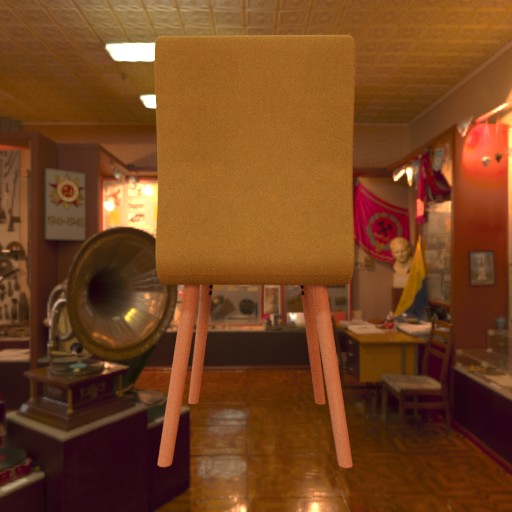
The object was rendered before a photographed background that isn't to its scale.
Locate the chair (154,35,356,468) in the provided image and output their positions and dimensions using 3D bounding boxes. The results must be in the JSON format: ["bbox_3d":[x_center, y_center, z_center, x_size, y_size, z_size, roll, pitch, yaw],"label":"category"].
[{"bbox_3d":[0.000,0.000,1.238,0.450,0.965,0.550,0,0,1],"label":"chair"}]
